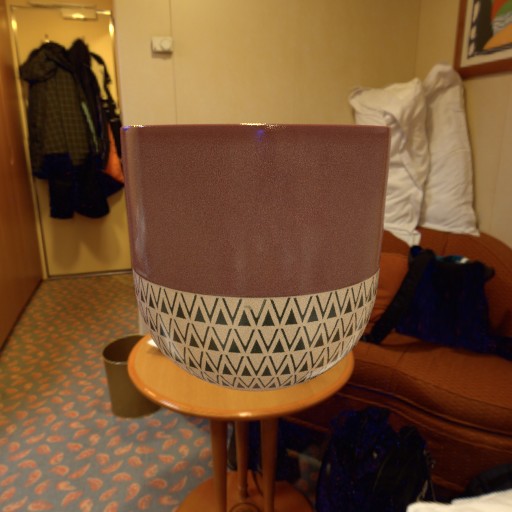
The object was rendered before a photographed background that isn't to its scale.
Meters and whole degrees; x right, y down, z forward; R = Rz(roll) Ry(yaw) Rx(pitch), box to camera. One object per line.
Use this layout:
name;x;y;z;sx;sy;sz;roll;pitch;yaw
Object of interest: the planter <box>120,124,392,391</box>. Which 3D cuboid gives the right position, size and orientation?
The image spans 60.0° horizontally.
planter;0.000;0.000;0.485;0.266;0.270;0.266;0;15;0
